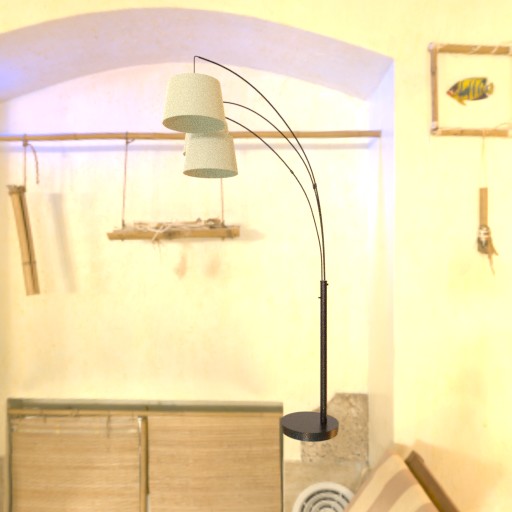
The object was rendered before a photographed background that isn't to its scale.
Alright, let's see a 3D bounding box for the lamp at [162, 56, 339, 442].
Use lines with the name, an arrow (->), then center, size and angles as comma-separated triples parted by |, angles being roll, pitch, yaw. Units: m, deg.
lamp -> 0.000, 0.000, 2.472 | 0.924, 1.950, 0.951 | 0, 0, 1
